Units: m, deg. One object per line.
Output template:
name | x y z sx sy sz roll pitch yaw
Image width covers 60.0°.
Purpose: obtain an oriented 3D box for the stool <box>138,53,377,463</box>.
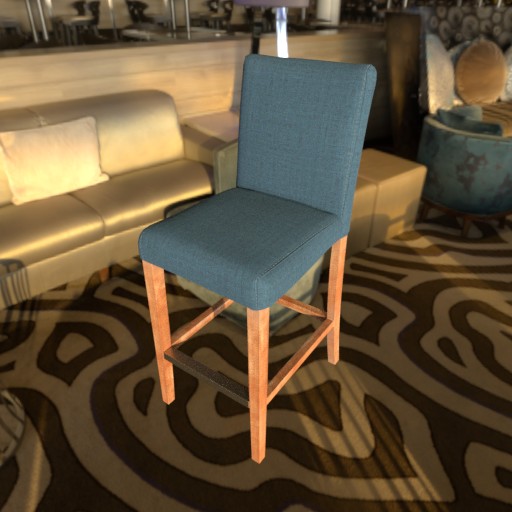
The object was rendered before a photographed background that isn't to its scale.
stool | 0.000 0.000 1.386 0.454 1.088 0.574 20 36 30
